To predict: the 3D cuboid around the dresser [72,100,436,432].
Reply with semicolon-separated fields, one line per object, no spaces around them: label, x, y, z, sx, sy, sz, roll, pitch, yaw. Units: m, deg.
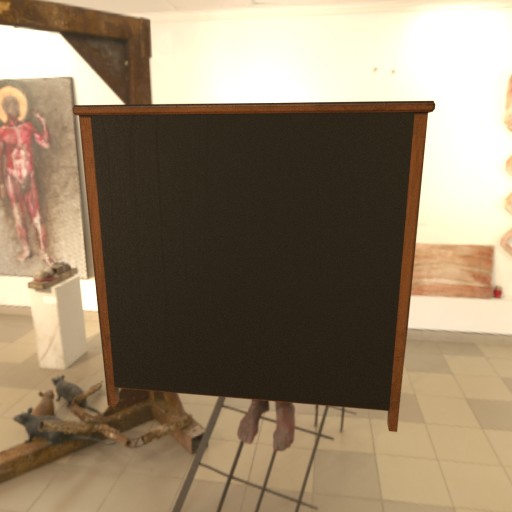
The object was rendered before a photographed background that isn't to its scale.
dresser;0.000;0.000;1.940;1.250;1.224;0.591;2;15;8
